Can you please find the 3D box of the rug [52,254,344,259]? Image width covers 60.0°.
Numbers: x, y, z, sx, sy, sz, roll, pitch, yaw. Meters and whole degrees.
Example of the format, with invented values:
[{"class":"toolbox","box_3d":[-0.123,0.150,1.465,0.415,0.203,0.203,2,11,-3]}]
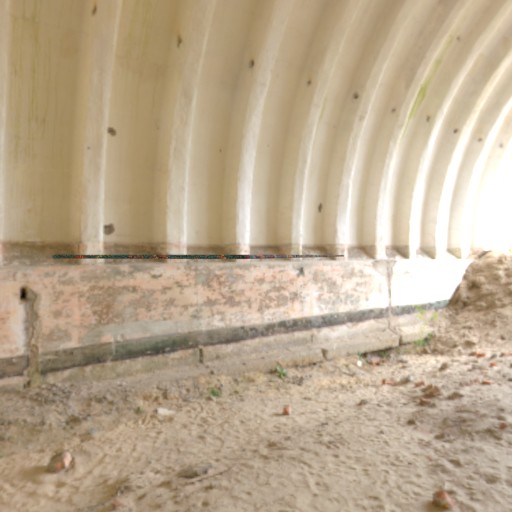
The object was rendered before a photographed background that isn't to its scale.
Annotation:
[{"class":"rug","box_3d":[0.000,0.000,2.433,0.686,0.013,2.286,0,0,18]}]
